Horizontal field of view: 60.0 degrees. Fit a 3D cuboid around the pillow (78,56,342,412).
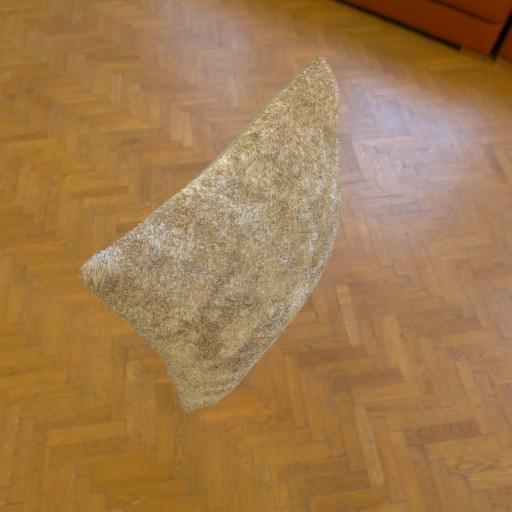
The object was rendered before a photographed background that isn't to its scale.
[{"bbox_3d":[0.000,0.000,0.810,0.218,0.515,0.529,32,64,18],"label":"pillow"}]
